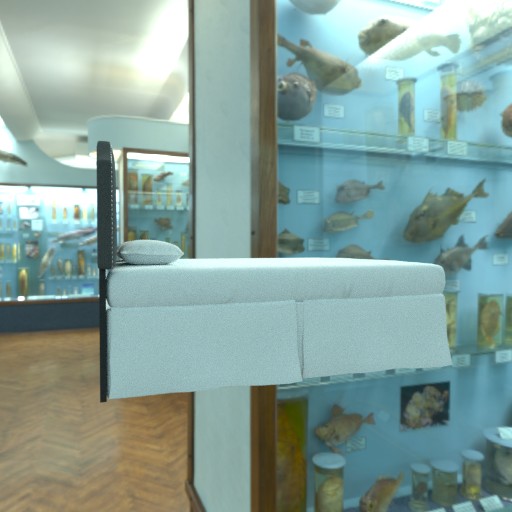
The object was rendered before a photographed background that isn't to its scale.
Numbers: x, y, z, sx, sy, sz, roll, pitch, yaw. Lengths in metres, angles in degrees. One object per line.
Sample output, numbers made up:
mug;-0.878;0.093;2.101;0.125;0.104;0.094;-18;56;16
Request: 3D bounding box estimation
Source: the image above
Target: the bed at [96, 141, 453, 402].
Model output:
bed;0.000;0.000;2.984;1.999;1.270;1.558;0;1;-19
